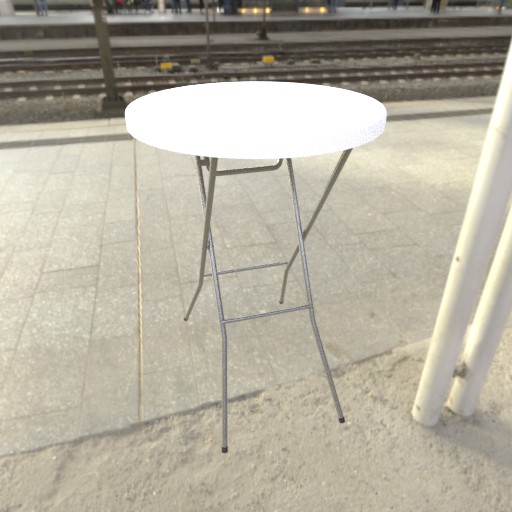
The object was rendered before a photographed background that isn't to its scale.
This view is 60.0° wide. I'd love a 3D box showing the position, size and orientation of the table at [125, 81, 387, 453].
[{"bbox_3d":[0.000,0.000,1.663,0.792,1.105,0.795,-8,32,-14],"label":"table"}]
